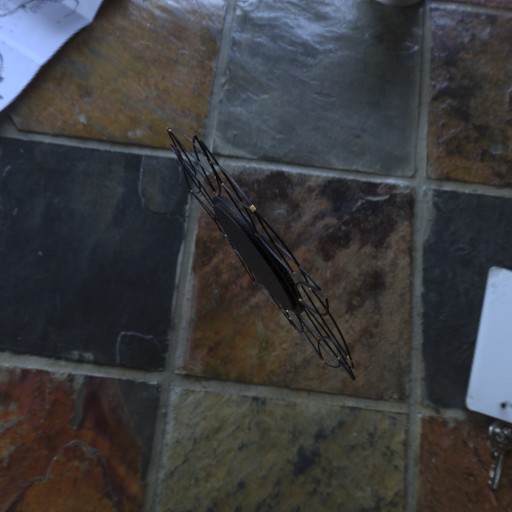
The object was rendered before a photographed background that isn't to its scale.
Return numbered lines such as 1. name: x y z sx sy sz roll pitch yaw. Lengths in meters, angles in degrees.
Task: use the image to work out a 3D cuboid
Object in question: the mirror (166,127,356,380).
1. mirror: 0.000 0.000 1.166 0.028 0.775 0.797 -36 79 -8
